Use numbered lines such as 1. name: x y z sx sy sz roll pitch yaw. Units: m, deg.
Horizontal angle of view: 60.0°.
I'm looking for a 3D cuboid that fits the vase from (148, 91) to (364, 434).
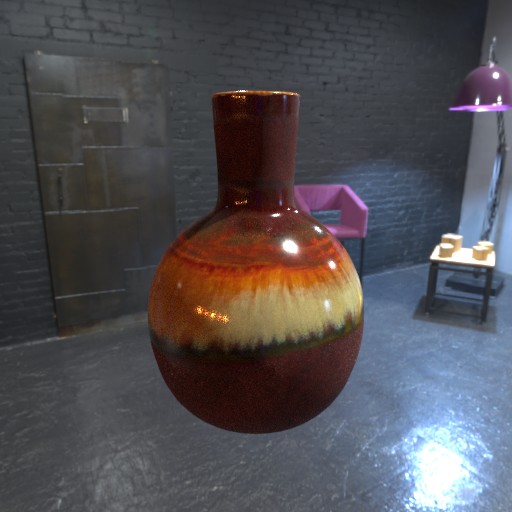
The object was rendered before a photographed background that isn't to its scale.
1. vase: 0.000 0.000 0.225 0.111 0.154 0.111 0 15 0
